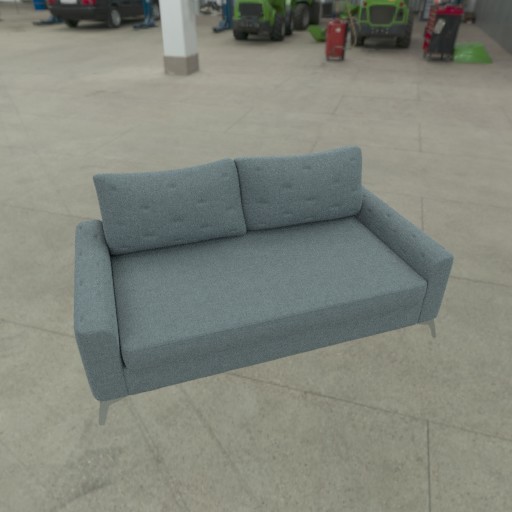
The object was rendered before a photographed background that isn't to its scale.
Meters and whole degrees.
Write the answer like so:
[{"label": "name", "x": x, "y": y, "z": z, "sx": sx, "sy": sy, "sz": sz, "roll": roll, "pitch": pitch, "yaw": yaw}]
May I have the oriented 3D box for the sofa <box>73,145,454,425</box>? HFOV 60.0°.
[{"label": "sofa", "x": 0.000, "y": 0.000, "z": 2.155, "sx": 1.650, "sy": 0.790, "sz": 0.920, "roll": -10, "pitch": 34, "yaw": -15}]
